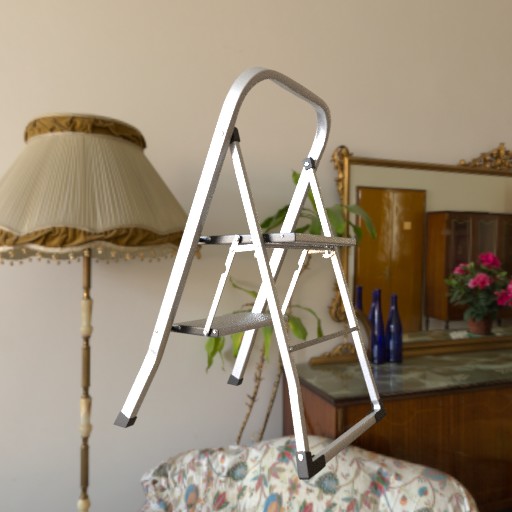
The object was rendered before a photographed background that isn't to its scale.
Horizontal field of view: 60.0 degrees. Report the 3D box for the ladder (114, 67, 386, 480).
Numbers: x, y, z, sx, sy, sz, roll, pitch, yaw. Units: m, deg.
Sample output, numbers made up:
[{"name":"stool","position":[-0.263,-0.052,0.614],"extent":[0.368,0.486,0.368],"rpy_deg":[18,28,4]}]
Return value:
[{"name":"ladder","position":[0.000,0.000,1.128],"extent":[0.530,0.830,0.465],"rpy_deg":[0,-1,35]}]
